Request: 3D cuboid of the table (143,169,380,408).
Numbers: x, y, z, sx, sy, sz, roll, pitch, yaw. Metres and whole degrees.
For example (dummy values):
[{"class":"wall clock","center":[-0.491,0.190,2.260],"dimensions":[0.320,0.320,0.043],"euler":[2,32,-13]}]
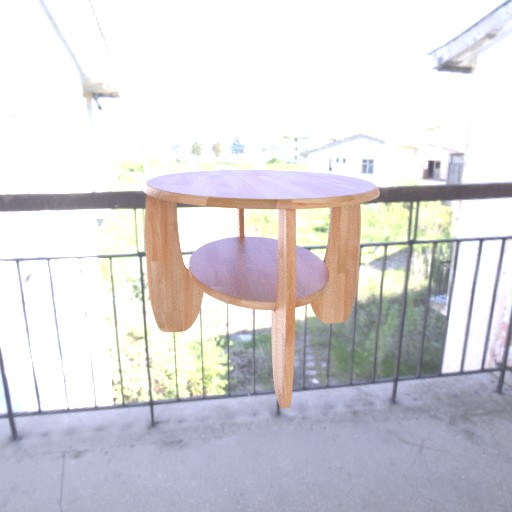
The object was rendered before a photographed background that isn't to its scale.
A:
[{"class":"table","center":[0.000,0.000,1.429],"dimensions":[0.690,0.490,1.040],"euler":[-2,15,-8]}]
